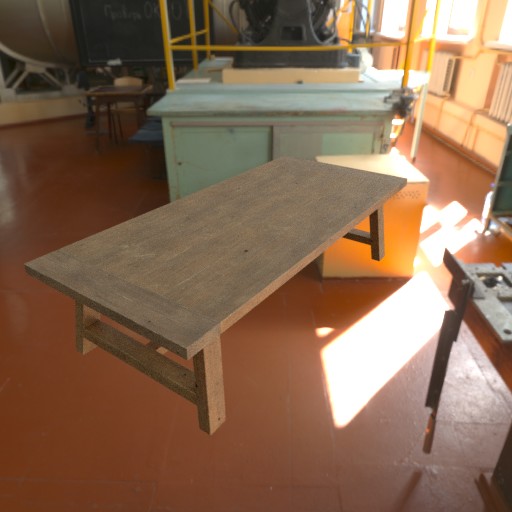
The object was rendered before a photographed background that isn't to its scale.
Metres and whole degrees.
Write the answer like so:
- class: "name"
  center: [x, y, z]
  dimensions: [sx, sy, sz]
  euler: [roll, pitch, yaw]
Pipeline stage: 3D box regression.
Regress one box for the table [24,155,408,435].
- class: "table"
  center: [0.000, 0.000, 2.178]
  dimensions: [0.820, 0.465, 1.800]
  euler: [19, 33, 31]
